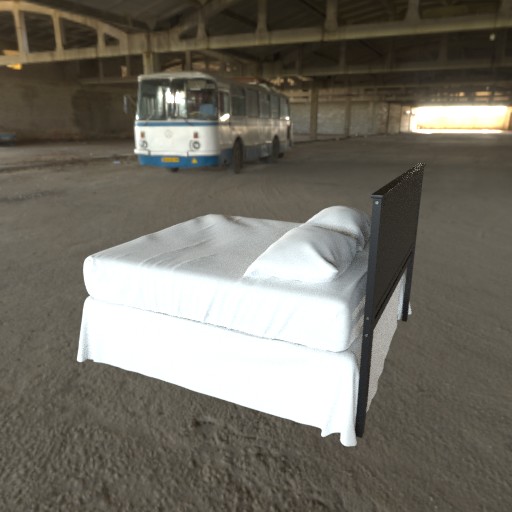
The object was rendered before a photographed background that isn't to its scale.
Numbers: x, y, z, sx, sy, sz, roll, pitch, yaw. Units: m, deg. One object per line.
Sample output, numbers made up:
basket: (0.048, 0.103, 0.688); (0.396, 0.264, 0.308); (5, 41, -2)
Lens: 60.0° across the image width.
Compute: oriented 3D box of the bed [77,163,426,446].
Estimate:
bed: (0.000, 0.000, 3.228); (2.050, 1.270, 1.870); (8, 19, 25)
